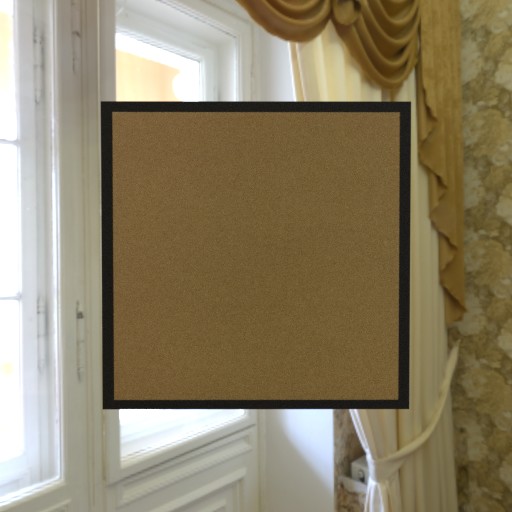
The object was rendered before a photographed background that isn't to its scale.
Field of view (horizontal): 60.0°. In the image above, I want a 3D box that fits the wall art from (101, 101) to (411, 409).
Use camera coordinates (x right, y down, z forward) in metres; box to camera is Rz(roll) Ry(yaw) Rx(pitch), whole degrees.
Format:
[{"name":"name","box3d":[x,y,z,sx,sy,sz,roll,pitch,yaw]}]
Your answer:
[{"name":"wall art","box3d":[0.000,0.000,0.454,0.305,0.304,0.033,0,1,0]}]
